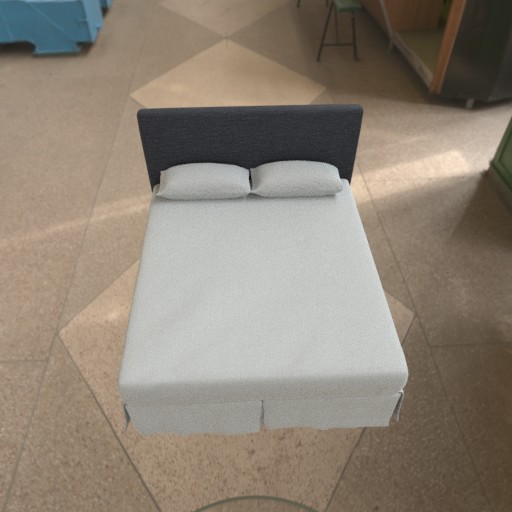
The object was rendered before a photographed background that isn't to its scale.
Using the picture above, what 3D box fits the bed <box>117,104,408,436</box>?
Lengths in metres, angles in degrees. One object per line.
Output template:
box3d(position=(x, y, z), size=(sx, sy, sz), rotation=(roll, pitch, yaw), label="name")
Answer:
box3d(position=(0.000, 0.000, 3.296), size=(1.884, 1.330, 2.142), rotation=(-2, 46, -2), label="bed")
